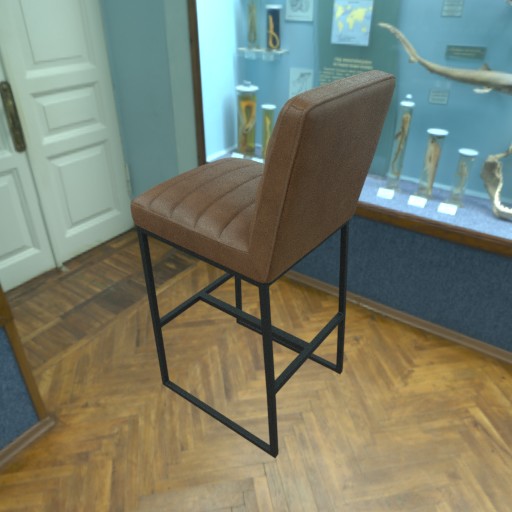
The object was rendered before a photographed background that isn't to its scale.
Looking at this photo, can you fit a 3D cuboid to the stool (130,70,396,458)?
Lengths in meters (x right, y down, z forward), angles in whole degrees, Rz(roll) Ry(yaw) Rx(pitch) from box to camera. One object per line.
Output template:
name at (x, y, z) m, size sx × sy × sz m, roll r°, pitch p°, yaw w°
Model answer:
stool at (0.000, 0.000, 1.327) m, size 0.556 × 1.040 × 0.458 m, roll 21°, pitch 37°, yaw 31°
